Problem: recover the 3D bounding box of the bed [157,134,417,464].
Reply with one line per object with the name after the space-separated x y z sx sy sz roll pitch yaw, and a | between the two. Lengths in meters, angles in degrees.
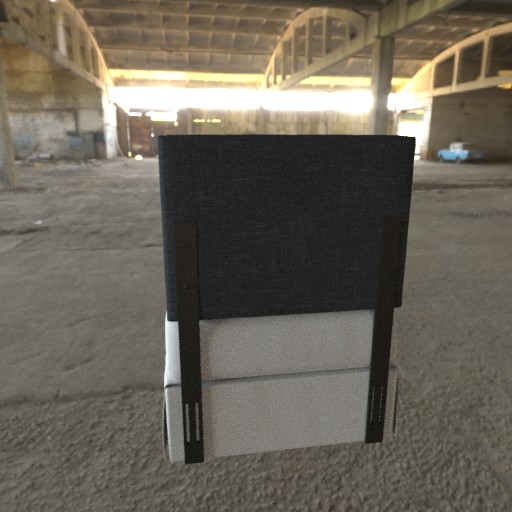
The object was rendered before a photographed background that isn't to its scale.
0.000 0.000 3.006 1.261 1.571 1.997 -2 15 -9 | bed
